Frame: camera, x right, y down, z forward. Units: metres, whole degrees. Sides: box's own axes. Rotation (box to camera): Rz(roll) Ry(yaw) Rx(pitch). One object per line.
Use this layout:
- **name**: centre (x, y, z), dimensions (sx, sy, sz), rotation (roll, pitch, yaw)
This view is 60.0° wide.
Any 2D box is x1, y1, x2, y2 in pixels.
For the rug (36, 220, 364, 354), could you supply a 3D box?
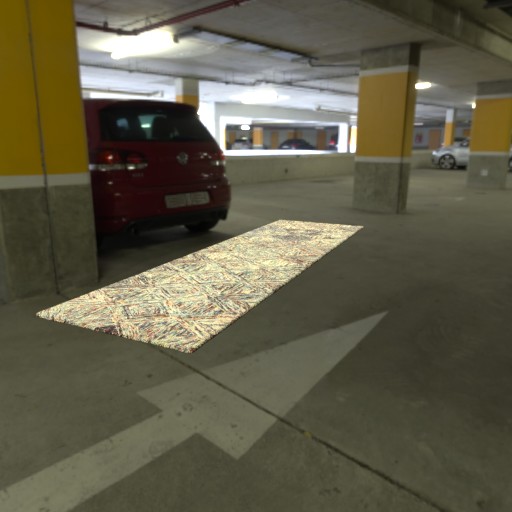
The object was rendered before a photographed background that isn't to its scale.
- **rug**: centre (0.000, 0.000, 2.475), dimensions (0.688, 0.015, 2.292), rotation (7, 16, 25)
